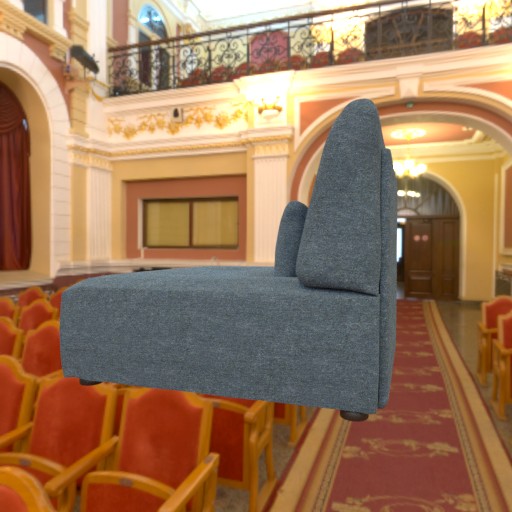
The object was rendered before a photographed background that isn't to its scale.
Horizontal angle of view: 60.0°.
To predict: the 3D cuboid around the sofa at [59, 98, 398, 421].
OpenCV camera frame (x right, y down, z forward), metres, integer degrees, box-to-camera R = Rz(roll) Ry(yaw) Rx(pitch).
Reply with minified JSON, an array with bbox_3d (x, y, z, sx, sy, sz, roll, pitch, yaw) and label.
[{"bbox_3d":[0.000,0.000,1.675,1.000,0.820,0.930,0,1,19],"label":"sofa"}]
